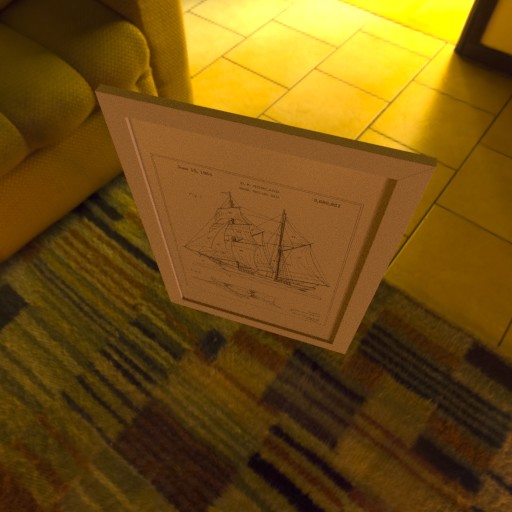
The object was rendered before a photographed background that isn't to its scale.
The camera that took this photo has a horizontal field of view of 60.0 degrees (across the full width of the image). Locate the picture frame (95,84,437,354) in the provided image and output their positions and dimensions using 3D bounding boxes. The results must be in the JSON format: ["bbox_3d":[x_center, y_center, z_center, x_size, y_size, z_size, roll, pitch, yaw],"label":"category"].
[{"bbox_3d":[0.000,0.000,0.601,0.326,0.459,0.011,15,59,9],"label":"picture frame"}]
